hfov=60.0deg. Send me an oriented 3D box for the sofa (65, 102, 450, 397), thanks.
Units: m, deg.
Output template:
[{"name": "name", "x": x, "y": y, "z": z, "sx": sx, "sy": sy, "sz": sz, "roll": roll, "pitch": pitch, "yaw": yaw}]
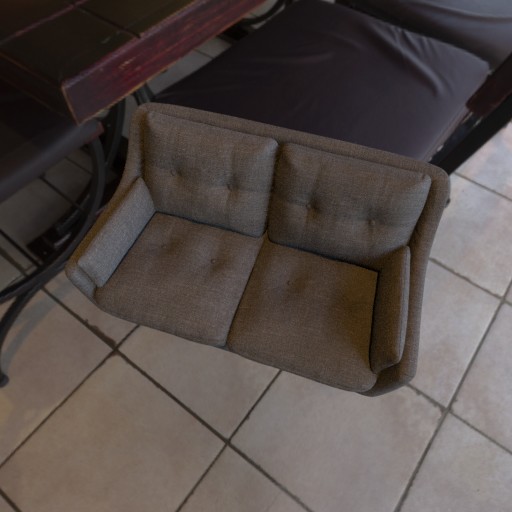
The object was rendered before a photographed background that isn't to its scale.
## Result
[{"name": "sofa", "x": 0.000, "y": 0.000, "z": 2.239, "sx": 1.646, "sy": 0.887, "sz": 0.976, "roll": 16, "pitch": 58, "yaw": 10}]
